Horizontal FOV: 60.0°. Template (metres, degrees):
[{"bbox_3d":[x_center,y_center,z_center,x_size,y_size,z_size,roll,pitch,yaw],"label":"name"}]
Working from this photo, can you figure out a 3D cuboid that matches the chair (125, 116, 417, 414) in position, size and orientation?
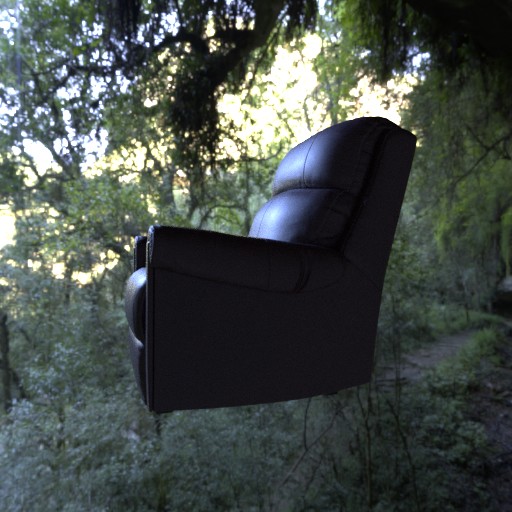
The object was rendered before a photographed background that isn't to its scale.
[{"bbox_3d":[0.000,0.000,1.799,1.014,1.054,0.838,0,0,-19],"label":"chair"}]
